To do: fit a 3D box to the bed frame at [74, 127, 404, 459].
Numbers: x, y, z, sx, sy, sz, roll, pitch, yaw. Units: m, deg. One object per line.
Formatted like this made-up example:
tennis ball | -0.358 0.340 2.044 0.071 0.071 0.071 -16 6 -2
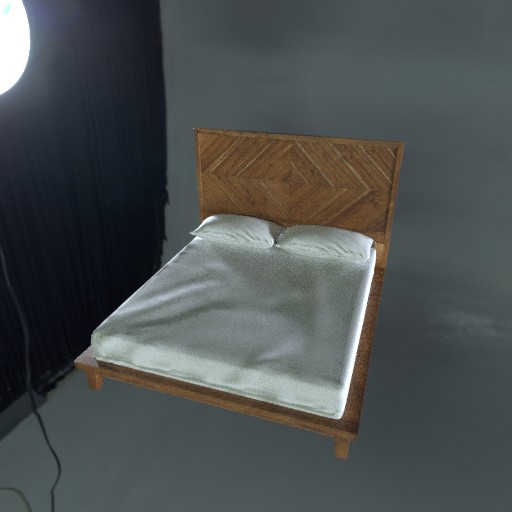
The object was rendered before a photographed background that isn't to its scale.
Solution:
bed frame | 0.000 0.000 3.645 2.038 1.537 2.235 9 28 17
